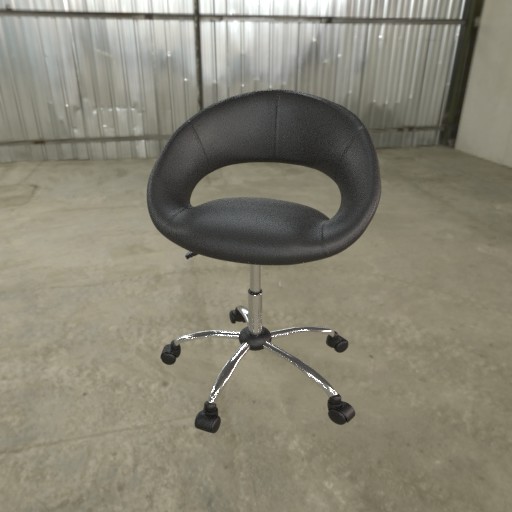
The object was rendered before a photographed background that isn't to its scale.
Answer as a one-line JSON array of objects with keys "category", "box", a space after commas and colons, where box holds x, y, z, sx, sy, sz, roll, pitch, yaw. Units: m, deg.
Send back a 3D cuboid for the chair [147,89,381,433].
[{"category": "chair", "box": [0.000, 0.000, 1.177, 0.612, 0.791, 0.538, 8, 27, 15]}]
